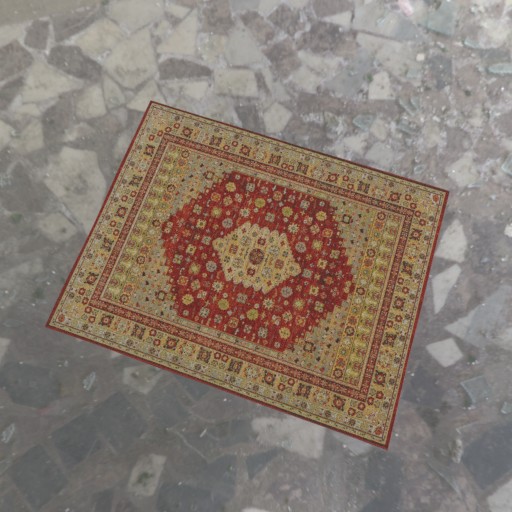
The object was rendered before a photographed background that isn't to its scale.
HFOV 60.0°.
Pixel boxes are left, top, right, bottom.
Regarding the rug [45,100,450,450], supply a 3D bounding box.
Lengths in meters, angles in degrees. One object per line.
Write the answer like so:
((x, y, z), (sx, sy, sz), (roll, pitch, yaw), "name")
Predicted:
((0.000, 0.000, 4.003), (3.053, 0.013, 2.387), (18, 75, 5), "rug")
